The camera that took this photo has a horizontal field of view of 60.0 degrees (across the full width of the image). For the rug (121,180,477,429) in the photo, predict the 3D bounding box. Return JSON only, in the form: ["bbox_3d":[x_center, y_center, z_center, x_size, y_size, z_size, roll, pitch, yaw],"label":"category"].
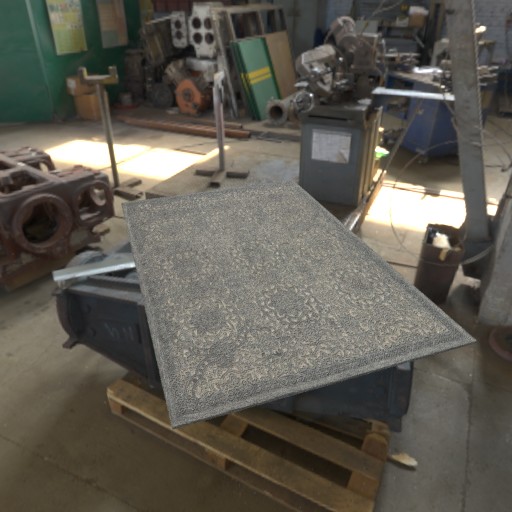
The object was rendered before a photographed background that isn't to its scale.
[{"bbox_3d":[0.000,0.000,2.313,1.208,0.012,1.819,-10,33,-17],"label":"rug"}]
